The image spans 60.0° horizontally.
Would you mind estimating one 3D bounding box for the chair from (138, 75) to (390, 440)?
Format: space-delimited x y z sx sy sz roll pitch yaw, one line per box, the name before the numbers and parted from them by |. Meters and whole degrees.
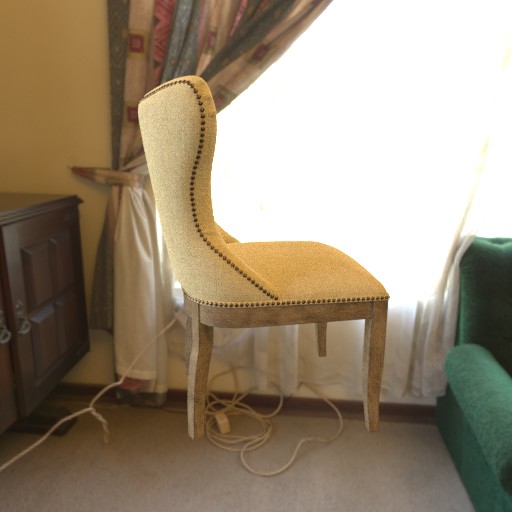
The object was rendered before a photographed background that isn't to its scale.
chair | 0.000 0.000 1.430 0.681 1.002 0.654 -2 14 -9
